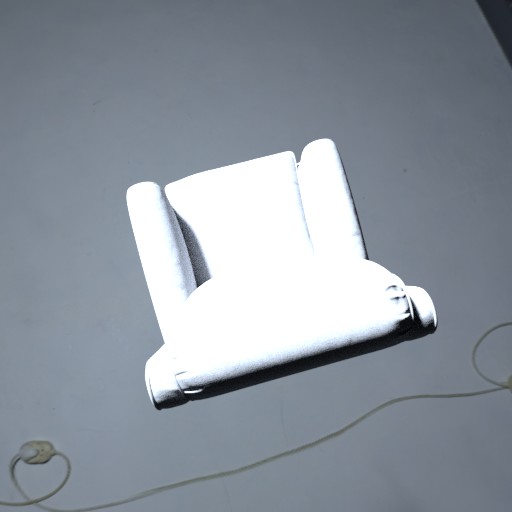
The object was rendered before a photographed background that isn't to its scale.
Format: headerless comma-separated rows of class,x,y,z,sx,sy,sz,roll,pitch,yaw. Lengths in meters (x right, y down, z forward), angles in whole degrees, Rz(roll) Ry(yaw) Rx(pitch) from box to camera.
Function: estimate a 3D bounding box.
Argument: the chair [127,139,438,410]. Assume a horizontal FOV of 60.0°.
chair,0.000,0.000,1.700,0.859,1.046,0.919,-15,74,-4
